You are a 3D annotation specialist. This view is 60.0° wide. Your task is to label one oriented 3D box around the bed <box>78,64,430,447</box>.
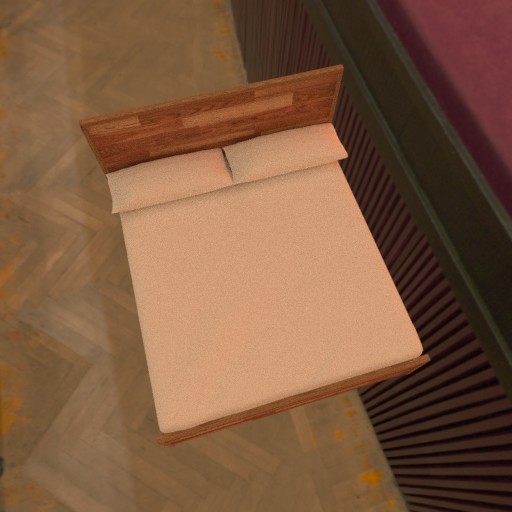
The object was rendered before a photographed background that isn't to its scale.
[{"bbox_3d":[0.000,0.000,3.420,2.013,1.295,2.184,-15,65,-7],"label":"bed"}]
